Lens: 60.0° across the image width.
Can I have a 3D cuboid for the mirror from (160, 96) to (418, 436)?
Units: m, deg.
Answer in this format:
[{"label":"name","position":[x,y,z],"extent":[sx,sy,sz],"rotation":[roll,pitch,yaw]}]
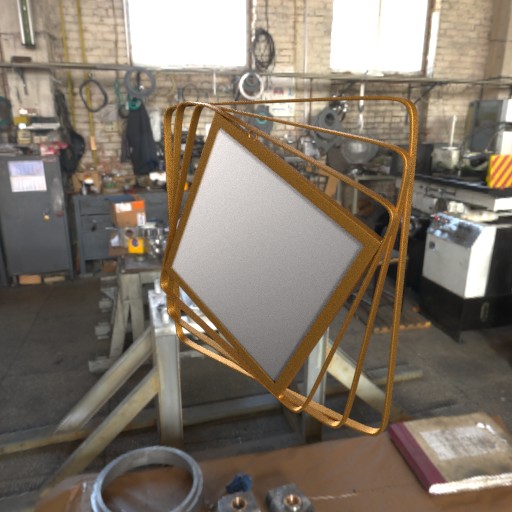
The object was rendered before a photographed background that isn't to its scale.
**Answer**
[{"label":"mirror","position":[0.000,0.000,0.699],"extent":[0.470,0.468,0.045],"rotation":[14,22,40]}]
